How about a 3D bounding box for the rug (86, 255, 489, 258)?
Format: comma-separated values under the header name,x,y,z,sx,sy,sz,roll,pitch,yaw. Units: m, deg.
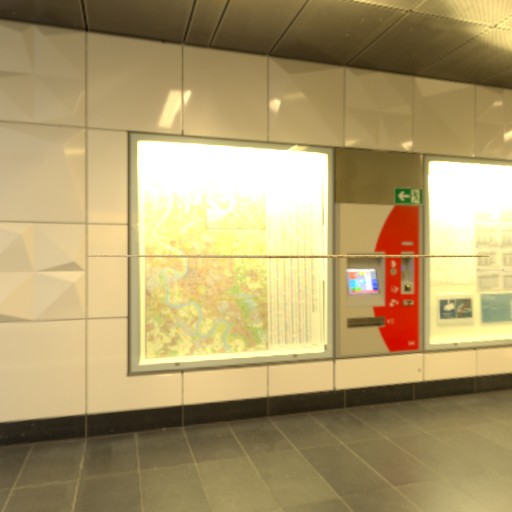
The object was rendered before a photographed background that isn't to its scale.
name,x,y,z,sx,sy,sz,roll,pitch,yaw
rug,0.000,0.000,2.861,1.514,0.011,2.233,0,0,-37
